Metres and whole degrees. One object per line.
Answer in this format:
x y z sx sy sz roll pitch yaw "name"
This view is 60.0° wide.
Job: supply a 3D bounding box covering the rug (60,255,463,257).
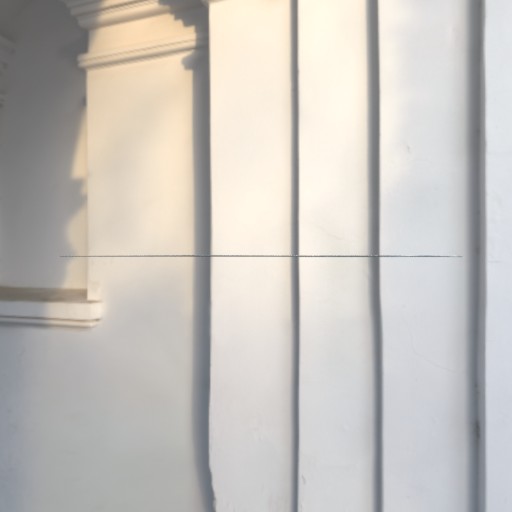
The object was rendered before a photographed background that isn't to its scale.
0.000 0.000 2.257 1.740 0.010 1.135 0 0 37 "rug"
